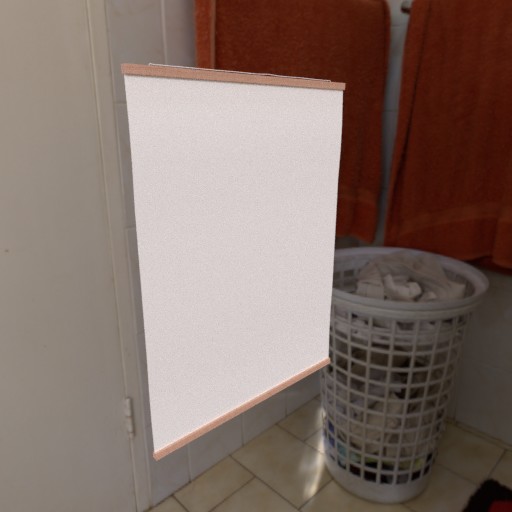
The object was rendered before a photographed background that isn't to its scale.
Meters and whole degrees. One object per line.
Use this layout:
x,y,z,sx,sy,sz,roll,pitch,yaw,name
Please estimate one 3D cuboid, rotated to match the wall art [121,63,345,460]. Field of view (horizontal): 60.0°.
0.000,0.000,1.320,0.758,1.013,0.020,-15,23,-40,wall art
